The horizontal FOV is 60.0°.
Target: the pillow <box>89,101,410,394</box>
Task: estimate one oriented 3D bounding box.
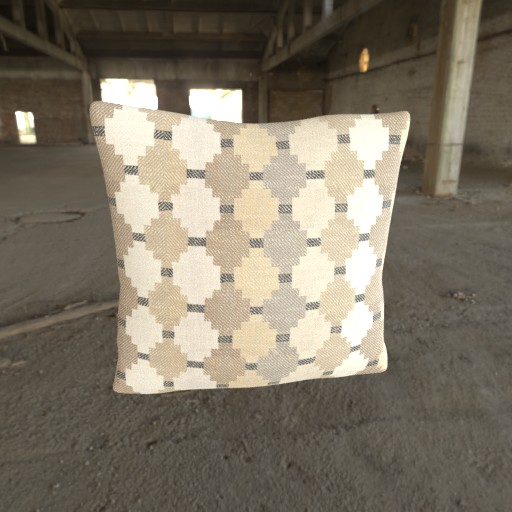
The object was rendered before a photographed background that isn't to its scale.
[{"bbox_3d":[0.000,0.000,0.849,0.578,0.558,0.192,-3,17,-8],"label":"pillow"}]
